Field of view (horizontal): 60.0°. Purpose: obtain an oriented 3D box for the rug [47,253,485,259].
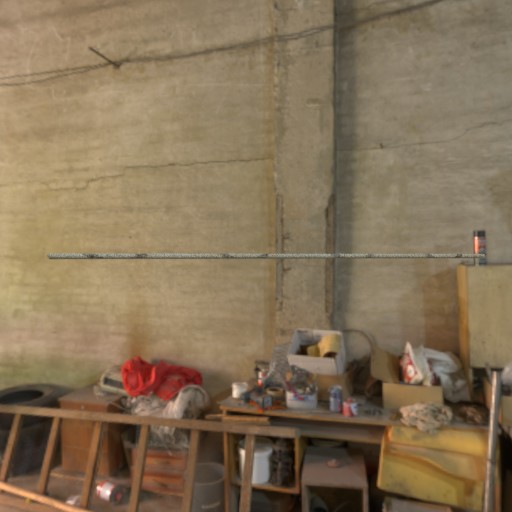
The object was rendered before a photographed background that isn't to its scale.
[{"bbox_3d":[0.000,0.000,2.944,2.348,0.024,1.501,0,0,-18],"label":"rug"}]
